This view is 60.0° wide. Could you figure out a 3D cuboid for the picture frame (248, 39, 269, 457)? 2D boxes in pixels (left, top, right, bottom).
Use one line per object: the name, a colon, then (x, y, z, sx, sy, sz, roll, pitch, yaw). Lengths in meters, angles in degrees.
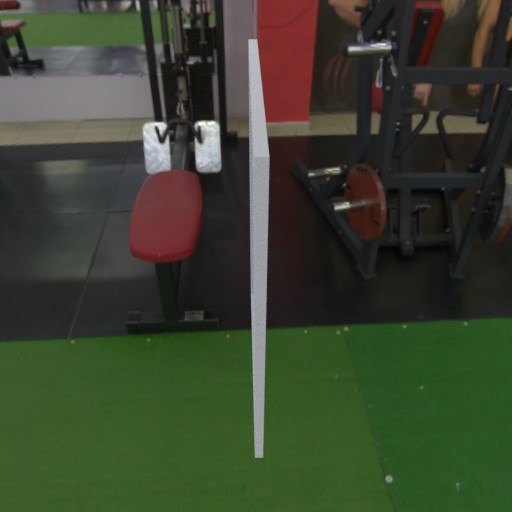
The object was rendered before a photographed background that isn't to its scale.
picture frame: (0.000, 0.000, 0.595, 0.011, 0.459, 0.326, -1, 40, -1)
